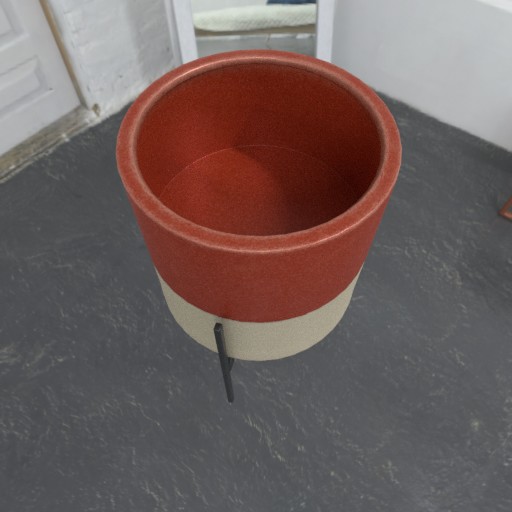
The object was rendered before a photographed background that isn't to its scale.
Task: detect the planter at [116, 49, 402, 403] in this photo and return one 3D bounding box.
[{"bbox_3d":[0.000,0.000,0.508,0.235,0.354,0.251,14,59,9],"label":"planter"}]
